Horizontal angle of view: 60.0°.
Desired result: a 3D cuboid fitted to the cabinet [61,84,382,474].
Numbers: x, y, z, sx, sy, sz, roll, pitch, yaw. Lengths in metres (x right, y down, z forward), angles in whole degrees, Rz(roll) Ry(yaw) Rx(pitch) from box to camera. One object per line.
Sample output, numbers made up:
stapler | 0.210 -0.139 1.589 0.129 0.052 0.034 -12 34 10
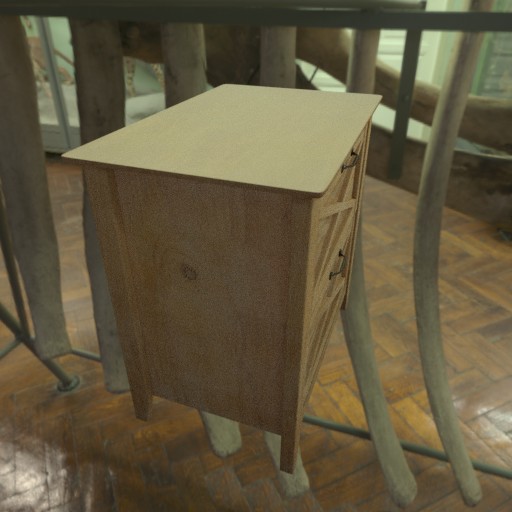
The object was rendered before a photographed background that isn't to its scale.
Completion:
cabinet | 0.000 0.000 1.250 0.503 0.762 0.763 11 33 17
